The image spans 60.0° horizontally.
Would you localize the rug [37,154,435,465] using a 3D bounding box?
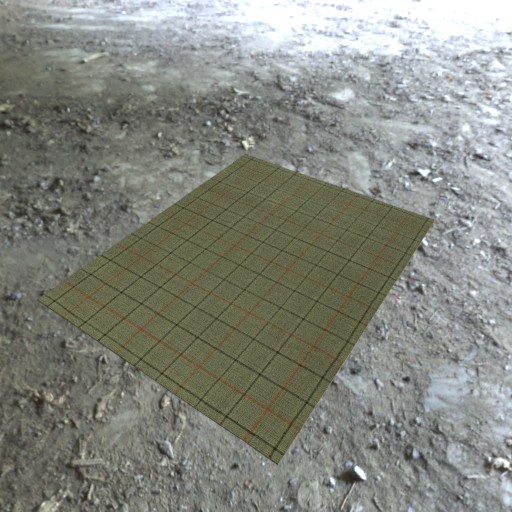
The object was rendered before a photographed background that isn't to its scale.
[{"bbox_3d":[0.000,0.000,4.197,2.444,0.012,3.048,25,47,25],"label":"rug"}]
